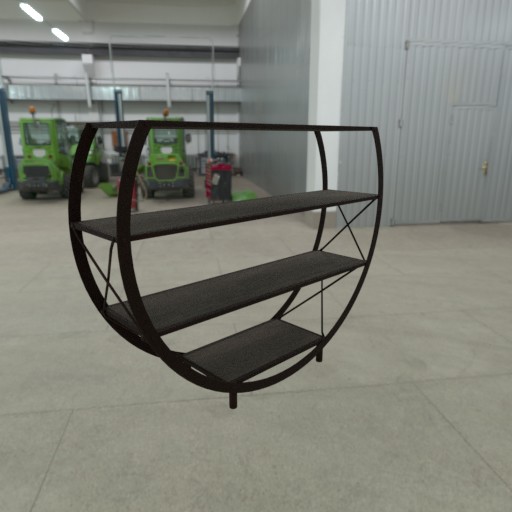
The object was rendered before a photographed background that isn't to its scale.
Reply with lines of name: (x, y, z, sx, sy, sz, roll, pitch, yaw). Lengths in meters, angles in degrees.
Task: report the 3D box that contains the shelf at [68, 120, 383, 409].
shelf: (0.000, 0.000, 1.875, 1.403, 1.063, 0.344, -14, 20, -42)
